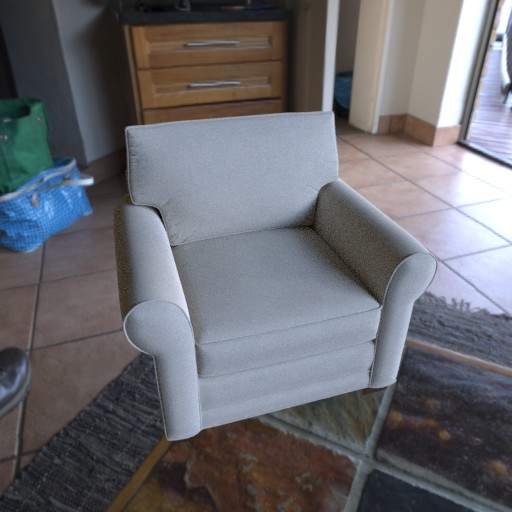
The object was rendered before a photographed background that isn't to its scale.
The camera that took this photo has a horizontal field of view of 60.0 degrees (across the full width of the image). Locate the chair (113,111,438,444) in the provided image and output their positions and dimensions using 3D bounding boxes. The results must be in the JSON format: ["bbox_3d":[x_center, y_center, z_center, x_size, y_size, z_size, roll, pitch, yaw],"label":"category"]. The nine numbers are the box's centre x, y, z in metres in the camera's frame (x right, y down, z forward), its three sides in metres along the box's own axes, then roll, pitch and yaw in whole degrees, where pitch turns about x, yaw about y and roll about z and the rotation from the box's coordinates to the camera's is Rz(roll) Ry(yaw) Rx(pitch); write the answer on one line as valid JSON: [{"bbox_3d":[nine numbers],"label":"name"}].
[{"bbox_3d":[0.000,0.000,1.750,1.040,0.955,0.863,-9,33,-15],"label":"chair"}]
